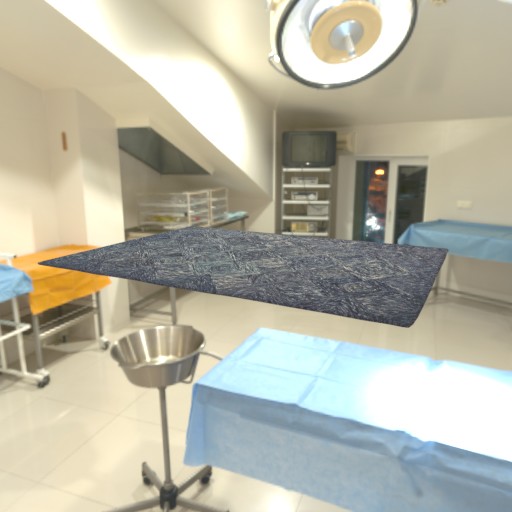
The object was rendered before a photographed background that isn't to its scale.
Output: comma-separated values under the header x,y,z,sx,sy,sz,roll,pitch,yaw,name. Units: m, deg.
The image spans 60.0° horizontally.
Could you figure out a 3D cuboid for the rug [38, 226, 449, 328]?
x,y,z,sx,sy,sz,roll,pitch,yaw,name
0.000,0.000,4.257,3.245,0.024,2.385,7,14,27,rug
